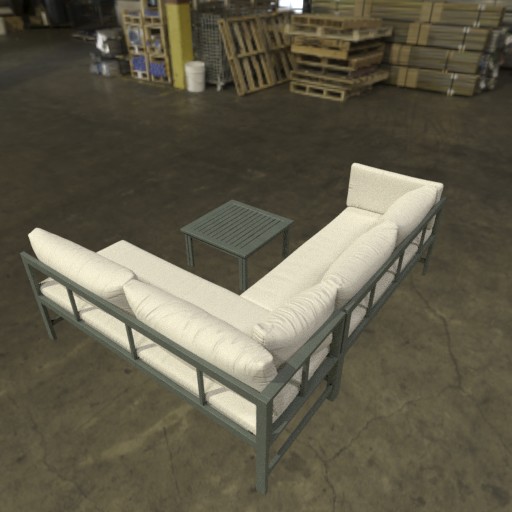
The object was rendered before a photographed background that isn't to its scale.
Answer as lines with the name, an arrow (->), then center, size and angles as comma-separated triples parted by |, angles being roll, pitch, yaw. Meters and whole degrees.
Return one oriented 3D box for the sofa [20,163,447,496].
sofa -> 0.000, 0.000, 2.846 | 1.658, 0.758, 2.096 | 22, 40, 30
